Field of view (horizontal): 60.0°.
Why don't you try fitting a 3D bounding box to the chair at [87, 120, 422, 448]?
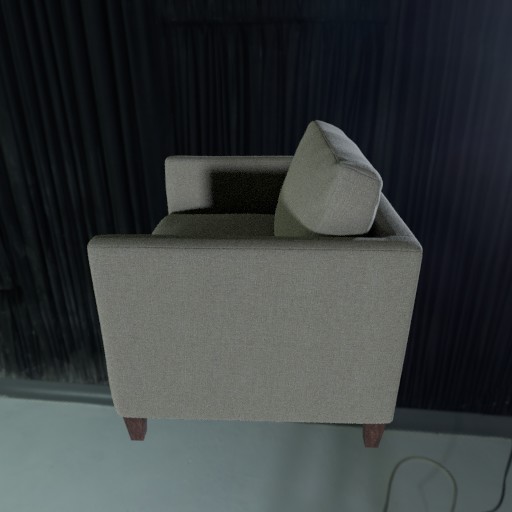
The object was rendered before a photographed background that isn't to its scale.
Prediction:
[{"bbox_3d":[0.000,0.000,1.786,0.959,0.963,1.107,1,26,2],"label":"chair"}]
